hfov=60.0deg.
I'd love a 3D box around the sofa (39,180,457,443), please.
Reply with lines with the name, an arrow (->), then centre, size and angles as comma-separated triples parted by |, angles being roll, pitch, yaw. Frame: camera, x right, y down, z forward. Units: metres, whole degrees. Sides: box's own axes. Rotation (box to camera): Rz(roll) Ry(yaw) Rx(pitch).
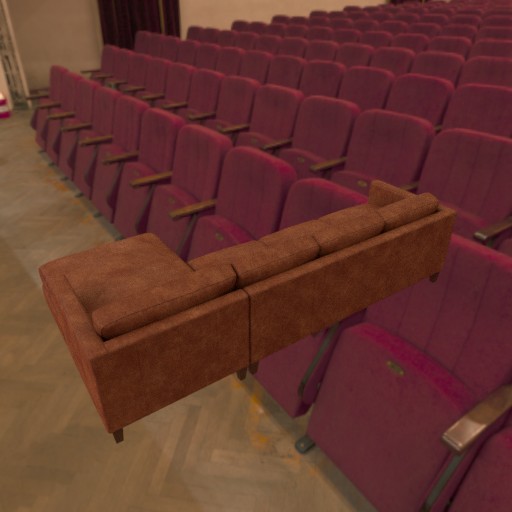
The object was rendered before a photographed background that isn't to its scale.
sofa -> 0.000, 0.000, 3.795 | 3.203, 0.883, 1.581 | -19, 36, -29
